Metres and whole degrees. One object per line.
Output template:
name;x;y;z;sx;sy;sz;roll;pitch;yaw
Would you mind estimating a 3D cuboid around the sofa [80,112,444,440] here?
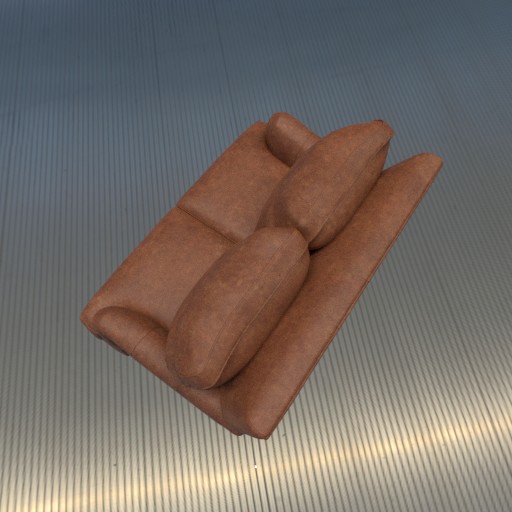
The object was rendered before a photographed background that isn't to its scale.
sofa;0.000;0.000;2.223;1.077;1.004;1.527;32;69;14
